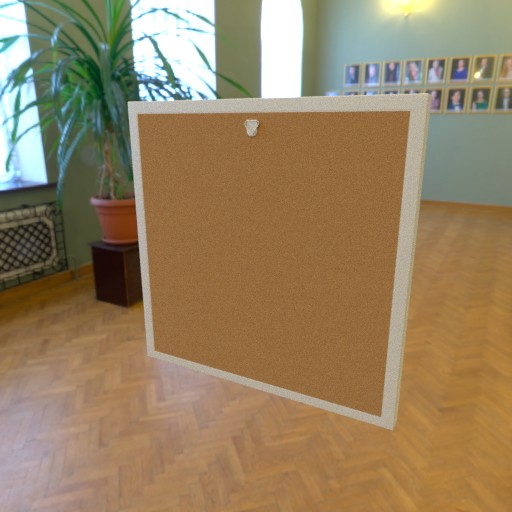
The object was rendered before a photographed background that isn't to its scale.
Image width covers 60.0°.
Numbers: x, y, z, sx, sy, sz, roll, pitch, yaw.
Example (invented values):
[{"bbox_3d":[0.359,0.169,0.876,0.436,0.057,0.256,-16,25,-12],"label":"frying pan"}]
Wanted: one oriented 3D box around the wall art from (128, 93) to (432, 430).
[{"bbox_3d":[0.000,0.000,1.137,0.761,0.762,0.050,9,19,27],"label":"wall art"}]
